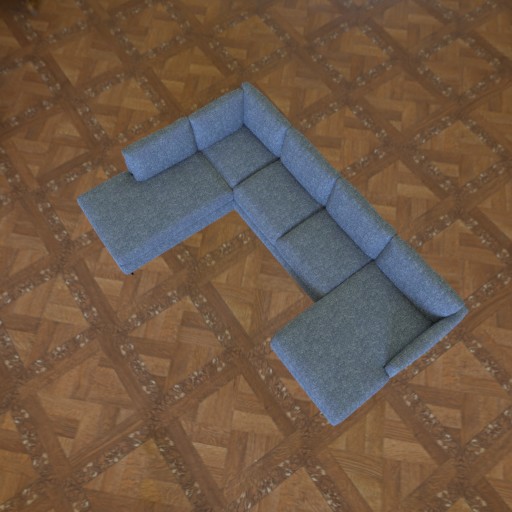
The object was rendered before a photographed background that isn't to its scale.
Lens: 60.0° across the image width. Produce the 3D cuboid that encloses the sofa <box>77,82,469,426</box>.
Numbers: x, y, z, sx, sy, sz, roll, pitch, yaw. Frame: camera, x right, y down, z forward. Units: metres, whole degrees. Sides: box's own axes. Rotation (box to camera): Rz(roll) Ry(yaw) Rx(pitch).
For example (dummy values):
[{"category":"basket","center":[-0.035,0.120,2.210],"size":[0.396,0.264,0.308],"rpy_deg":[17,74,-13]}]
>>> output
[{"category":"sofa","center":[0.000,0.000,3.581],"size":[1.879,0.756,2.737],"rpy_deg":[-34,70,-14]}]
